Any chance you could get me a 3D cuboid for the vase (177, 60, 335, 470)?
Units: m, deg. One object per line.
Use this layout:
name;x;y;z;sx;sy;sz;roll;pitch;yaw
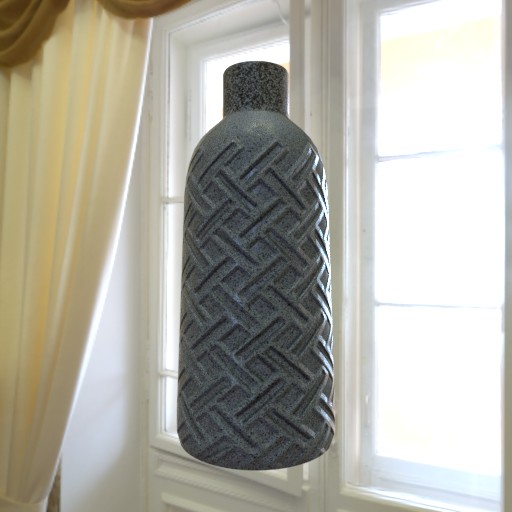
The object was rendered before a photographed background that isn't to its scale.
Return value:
vase;0.000;0.000;0.345;0.122;0.282;0.122;0;0;0
